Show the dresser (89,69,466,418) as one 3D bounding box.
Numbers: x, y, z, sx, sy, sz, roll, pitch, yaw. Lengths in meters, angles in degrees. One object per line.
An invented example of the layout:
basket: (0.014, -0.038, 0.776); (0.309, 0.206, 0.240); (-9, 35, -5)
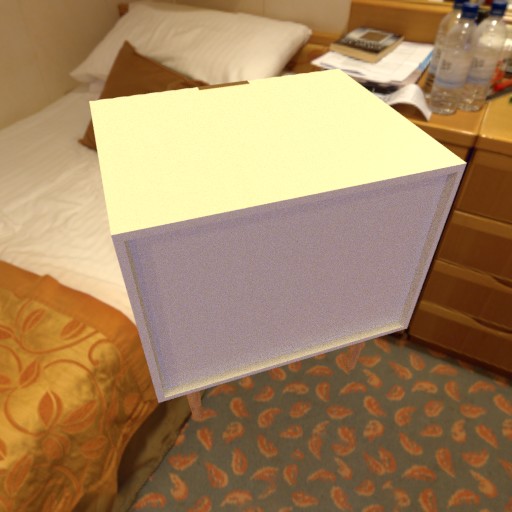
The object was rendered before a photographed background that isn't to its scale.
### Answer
dresser: (0.000, 0.000, 0.916); (0.503, 0.568, 0.414); (-13, 44, -14)
